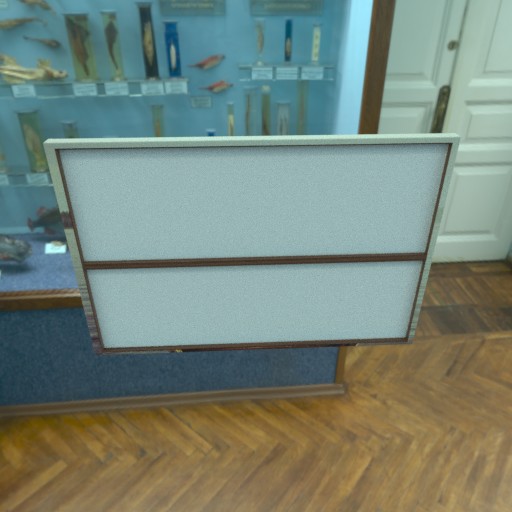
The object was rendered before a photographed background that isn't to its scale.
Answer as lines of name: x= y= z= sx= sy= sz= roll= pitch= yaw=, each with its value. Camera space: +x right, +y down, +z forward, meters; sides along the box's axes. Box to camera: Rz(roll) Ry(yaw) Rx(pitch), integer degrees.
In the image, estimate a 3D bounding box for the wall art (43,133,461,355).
wall art: x=0.000 y=0.000 z=1.426 sx=1.149 sy=0.765 sz=0.040 roll=-2 pitch=31 yaw=-3
